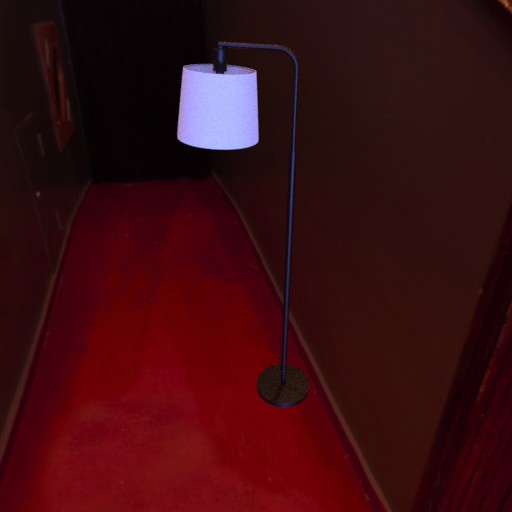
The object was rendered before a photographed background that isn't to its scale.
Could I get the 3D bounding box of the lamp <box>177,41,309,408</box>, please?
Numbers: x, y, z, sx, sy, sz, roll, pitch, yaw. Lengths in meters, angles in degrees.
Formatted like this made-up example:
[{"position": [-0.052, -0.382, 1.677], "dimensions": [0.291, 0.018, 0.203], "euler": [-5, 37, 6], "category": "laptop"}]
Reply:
[{"position": [0.000, 0.000, 1.684], "dimensions": [0.508, 1.478, 0.254], "euler": [-8, 32, -13], "category": "lamp"}]
